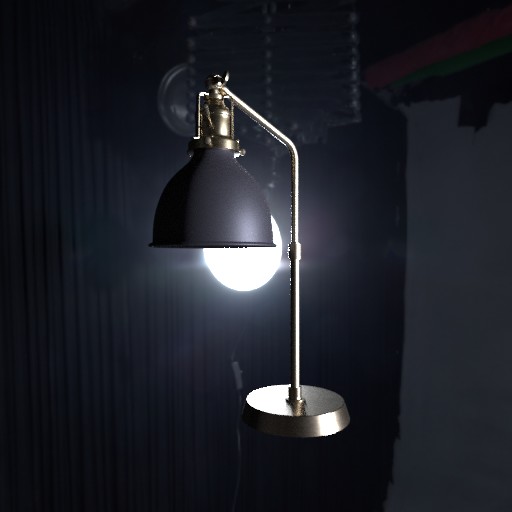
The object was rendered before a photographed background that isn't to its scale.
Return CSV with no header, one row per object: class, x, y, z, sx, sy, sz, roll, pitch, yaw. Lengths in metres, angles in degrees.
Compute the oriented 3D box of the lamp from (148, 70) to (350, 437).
lamp,0.000,0.000,0.595,0.291,0.456,0.160,0,0,-36
